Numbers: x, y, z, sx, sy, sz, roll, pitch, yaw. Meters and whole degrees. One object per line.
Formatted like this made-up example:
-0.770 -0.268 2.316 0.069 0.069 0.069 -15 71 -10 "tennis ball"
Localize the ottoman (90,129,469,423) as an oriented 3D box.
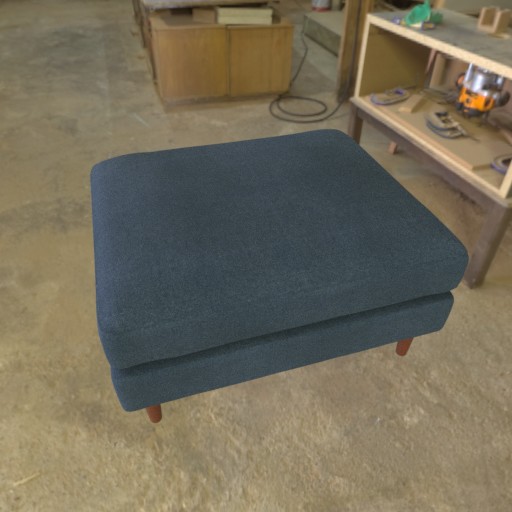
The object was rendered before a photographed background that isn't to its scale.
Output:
0.000 0.000 1.255 0.821 0.474 0.693 -11 42 -13 "ottoman"
